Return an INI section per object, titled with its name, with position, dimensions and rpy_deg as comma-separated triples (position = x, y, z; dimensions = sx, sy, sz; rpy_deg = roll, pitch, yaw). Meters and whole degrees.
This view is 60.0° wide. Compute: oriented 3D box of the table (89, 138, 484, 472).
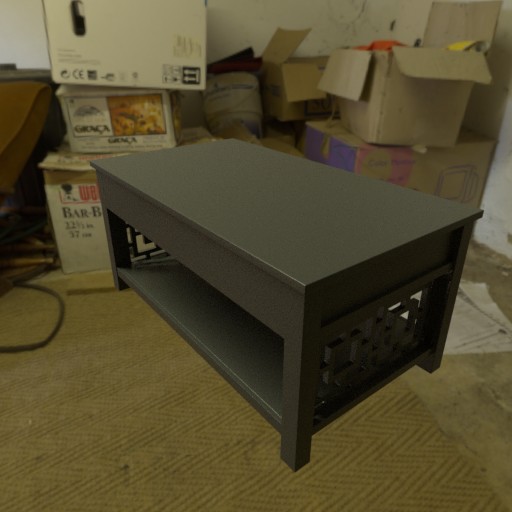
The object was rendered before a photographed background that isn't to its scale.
[table]
position = 0.000, 0.000, 1.411
dimensions = 0.612, 0.493, 1.068
rpy_deg = -19, 32, -33
